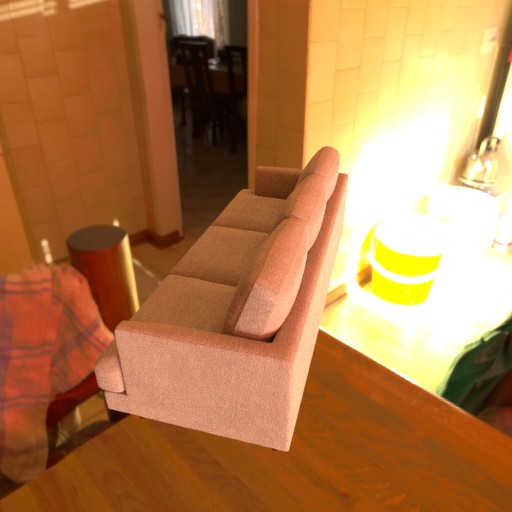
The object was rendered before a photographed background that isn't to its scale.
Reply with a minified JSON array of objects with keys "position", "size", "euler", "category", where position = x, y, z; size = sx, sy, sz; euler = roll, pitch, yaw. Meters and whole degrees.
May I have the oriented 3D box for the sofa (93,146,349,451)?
[{"position":[0.000,0.000,2.766],"size":[0.903,0.930,2.246],"euler":[8,30,14],"category":"sofa"}]
